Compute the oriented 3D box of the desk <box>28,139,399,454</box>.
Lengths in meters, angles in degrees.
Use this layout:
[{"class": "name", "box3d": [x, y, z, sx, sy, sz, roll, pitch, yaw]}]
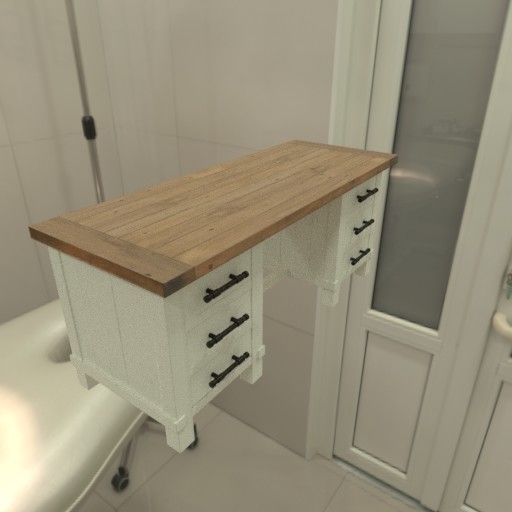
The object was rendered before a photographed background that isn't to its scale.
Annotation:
[{"class": "desk", "box3d": [0.000, 0.000, 2.215, 0.688, 0.760, 1.803, 18, 32, 32]}]
